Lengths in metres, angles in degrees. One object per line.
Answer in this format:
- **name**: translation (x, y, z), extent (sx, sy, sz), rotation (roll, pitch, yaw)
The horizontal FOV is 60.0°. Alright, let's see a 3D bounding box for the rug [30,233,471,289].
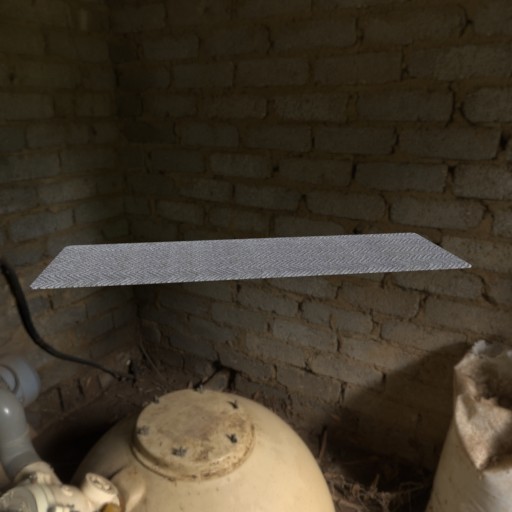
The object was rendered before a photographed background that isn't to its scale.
- **rug**: translation (0.000, 0.000, 2.576), extent (2.286, 0.008, 0.686), rotation (-2, 19, -7)
